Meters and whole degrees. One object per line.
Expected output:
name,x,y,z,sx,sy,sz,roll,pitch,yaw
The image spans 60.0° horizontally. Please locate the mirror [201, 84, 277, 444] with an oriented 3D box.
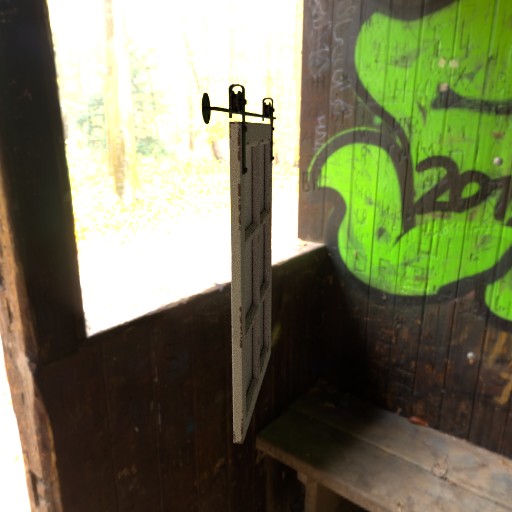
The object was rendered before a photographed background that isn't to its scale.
mirror,0.000,0.000,1.213,0.037,0.844,0.808,3,16,10
